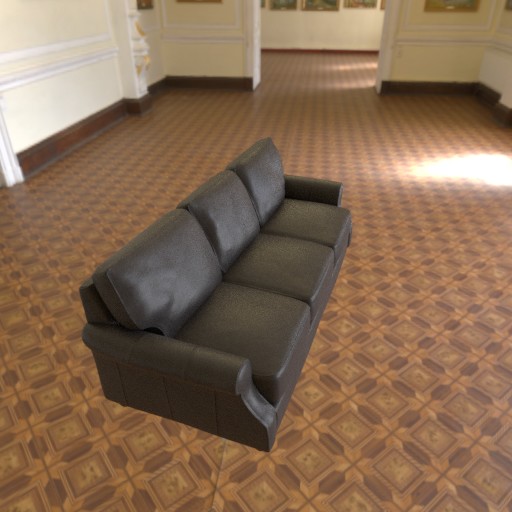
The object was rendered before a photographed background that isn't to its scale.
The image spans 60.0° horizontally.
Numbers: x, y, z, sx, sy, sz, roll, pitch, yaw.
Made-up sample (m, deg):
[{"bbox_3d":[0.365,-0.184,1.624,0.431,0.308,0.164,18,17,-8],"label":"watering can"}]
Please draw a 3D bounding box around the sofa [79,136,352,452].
[{"bbox_3d":[0.000,0.000,2.927,0.974,0.977,2.387,11,32,17],"label":"sofa"}]
